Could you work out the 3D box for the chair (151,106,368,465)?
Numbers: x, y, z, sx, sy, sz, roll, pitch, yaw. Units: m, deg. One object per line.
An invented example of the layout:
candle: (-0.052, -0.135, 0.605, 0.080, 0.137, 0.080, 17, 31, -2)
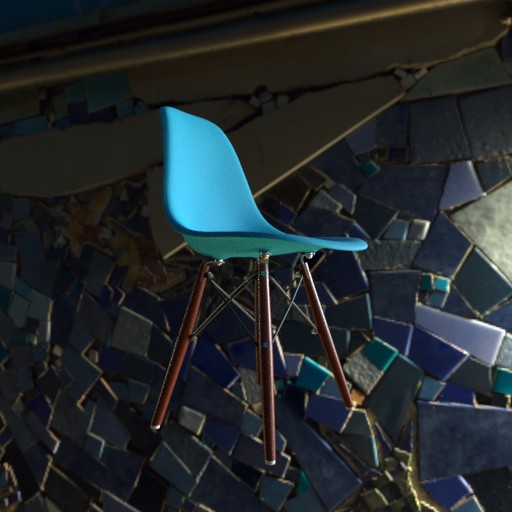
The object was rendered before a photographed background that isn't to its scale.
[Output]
chair: (0.000, 0.000, 1.141, 0.533, 0.826, 0.470, 0, 1, 36)
